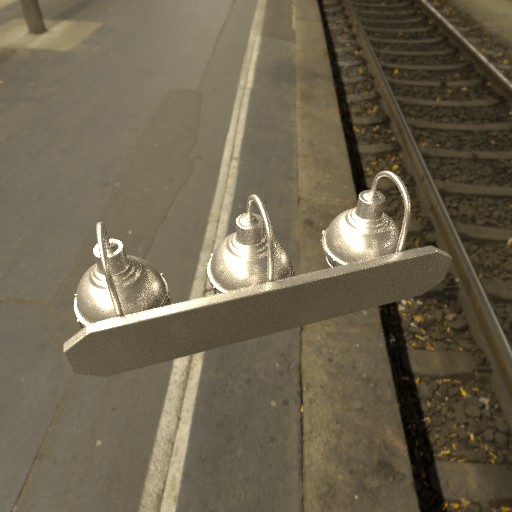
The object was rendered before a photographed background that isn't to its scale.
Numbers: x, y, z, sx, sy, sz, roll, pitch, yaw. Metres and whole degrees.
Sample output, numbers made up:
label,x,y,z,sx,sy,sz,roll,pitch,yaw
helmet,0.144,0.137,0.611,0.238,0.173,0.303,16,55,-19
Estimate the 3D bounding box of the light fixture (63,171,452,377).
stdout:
label,x,y,z,sx,sy,sz,roll,pitch,yaw
light fixture,0.000,0.000,0.768,0.634,0.254,0.229,-12,43,-13
